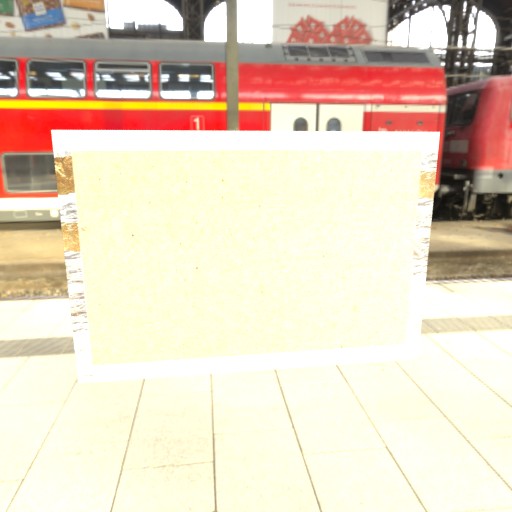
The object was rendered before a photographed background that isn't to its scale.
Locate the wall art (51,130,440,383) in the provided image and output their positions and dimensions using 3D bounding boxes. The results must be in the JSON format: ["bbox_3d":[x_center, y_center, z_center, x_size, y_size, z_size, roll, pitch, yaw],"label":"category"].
[{"bbox_3d":[0.000,0.000,0.752,0.606,0.407,0.041,-2,14,-8],"label":"wall art"}]
